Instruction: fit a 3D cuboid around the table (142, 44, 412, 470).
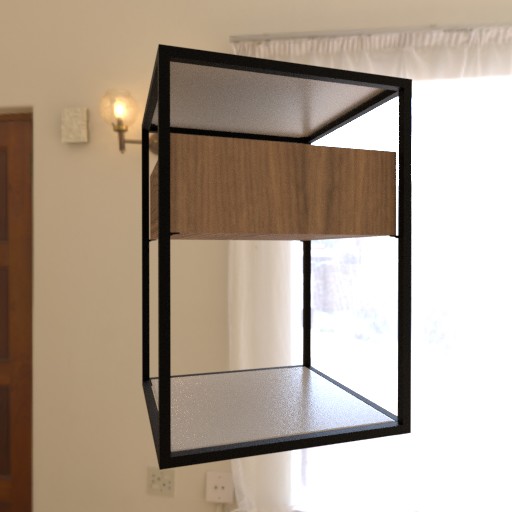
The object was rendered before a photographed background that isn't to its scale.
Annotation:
[{"bbox_3d":[0.000,0.000,0.799,0.378,0.540,0.378,0,1,-18],"label":"table"}]
